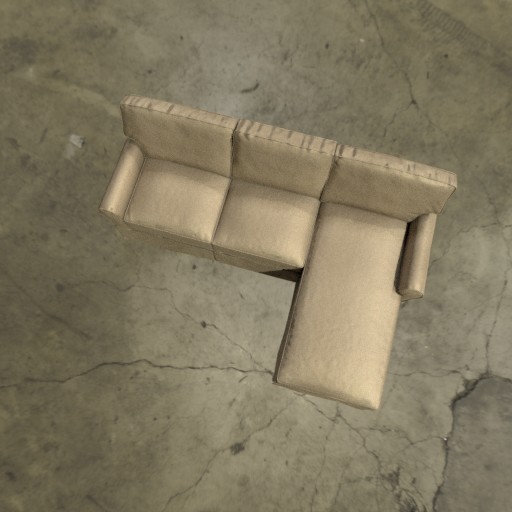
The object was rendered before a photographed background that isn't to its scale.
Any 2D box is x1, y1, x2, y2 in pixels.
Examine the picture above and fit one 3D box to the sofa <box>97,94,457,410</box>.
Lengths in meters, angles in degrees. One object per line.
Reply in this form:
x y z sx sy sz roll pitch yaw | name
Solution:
0.000 0.000 3.304 2.475 0.978 1.733 15 76 4 | sofa
